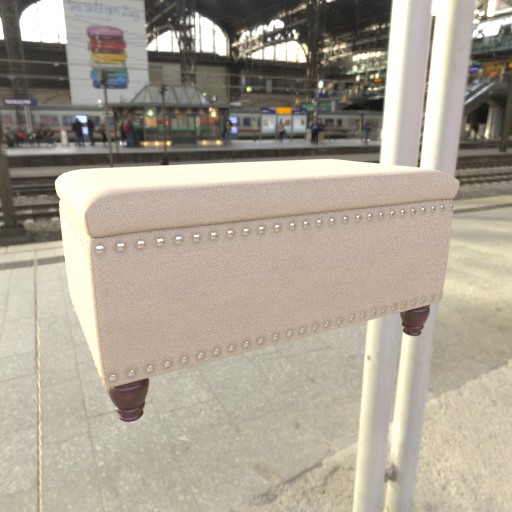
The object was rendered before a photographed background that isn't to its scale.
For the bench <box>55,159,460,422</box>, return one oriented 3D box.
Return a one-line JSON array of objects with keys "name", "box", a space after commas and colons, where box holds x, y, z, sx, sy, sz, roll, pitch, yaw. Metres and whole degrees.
[{"name": "bench", "box": [0.000, 0.000, 1.158, 0.887, 0.449, 0.500, -9, 18, -27]}]
